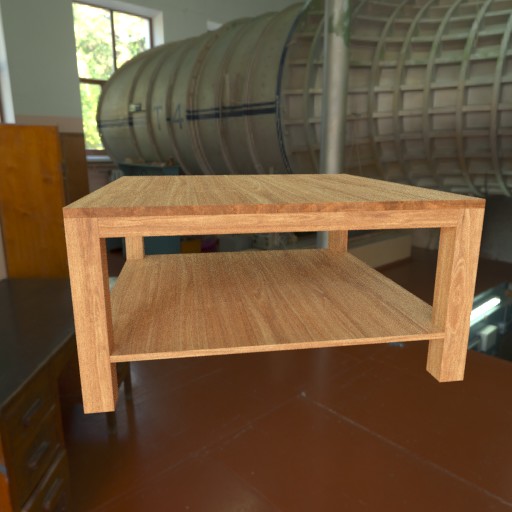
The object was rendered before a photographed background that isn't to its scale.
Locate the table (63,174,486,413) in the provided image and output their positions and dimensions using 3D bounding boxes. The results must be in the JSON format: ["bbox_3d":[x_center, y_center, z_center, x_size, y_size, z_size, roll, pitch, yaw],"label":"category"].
[{"bbox_3d":[0.000,0.000,1.410,0.900,0.450,0.900,-2,14,-9],"label":"table"}]
